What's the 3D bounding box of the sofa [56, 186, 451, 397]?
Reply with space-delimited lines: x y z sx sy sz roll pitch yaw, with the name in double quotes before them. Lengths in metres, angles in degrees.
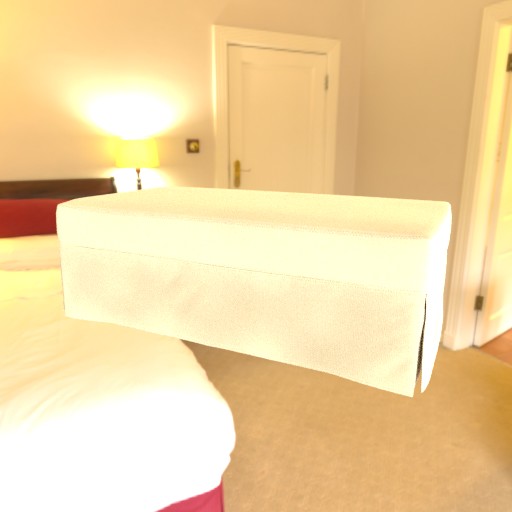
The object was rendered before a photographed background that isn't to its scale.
"sofa" 0.000 0.000 2.111 1.677 0.552 0.939 7 16 25
